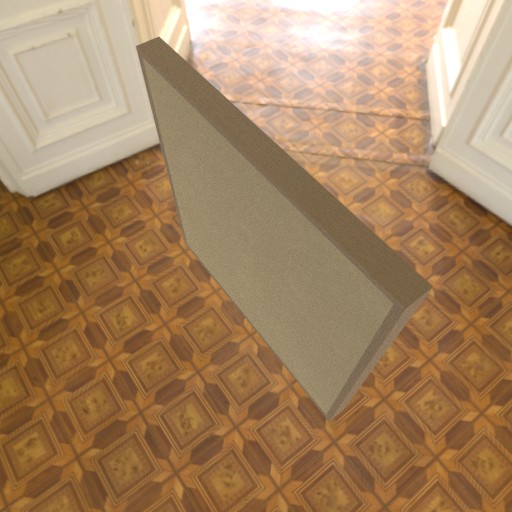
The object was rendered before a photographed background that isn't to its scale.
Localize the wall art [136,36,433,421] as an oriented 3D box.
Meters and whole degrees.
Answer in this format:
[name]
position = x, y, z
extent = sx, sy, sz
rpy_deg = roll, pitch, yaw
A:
[wall art]
position = 0.000, 0.000, 0.739
extent = 0.038, 0.506, 0.508
rpy_deg = -33, 64, -19
